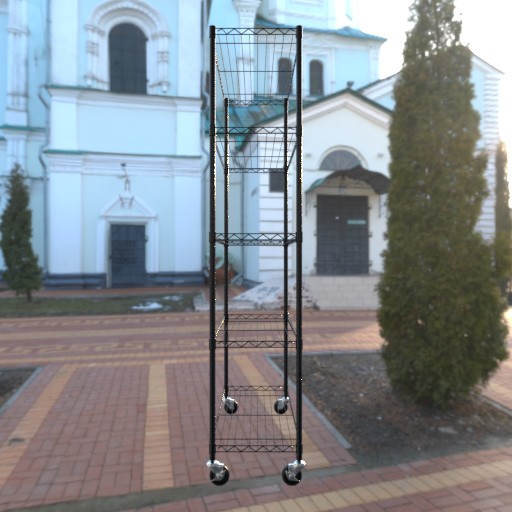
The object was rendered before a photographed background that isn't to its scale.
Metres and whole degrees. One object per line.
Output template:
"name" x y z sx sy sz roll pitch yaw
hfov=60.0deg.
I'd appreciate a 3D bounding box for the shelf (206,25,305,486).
"shelf" 0.000 0.000 1.950 0.356 1.645 0.762 0 0 0
